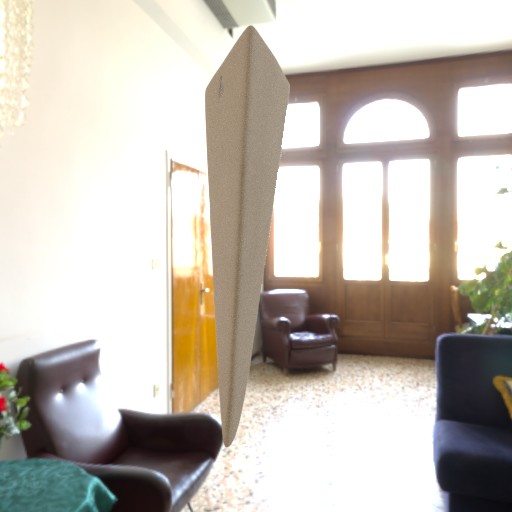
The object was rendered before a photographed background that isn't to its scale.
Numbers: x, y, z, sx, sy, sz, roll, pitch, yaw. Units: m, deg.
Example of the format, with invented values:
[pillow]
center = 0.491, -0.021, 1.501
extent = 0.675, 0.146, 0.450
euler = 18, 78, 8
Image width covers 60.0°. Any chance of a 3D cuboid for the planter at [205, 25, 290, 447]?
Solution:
[planter]
center = 0.000, 0.000, 0.399
extent = 0.065, 0.338, 0.143
euler = 0, 1, -20
